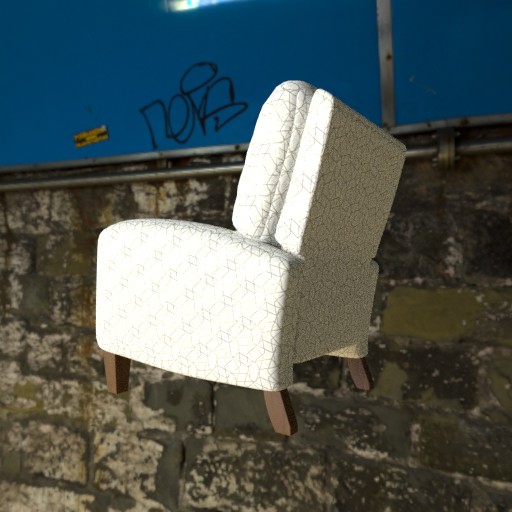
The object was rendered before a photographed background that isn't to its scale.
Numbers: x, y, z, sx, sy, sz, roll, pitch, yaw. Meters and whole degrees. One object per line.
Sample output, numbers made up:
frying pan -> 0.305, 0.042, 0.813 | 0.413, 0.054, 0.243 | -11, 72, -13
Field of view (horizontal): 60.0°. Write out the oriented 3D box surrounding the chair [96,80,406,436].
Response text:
chair -> 0.000, 0.000, 1.757 | 0.995, 1.064, 0.796 | -1, -2, 36
